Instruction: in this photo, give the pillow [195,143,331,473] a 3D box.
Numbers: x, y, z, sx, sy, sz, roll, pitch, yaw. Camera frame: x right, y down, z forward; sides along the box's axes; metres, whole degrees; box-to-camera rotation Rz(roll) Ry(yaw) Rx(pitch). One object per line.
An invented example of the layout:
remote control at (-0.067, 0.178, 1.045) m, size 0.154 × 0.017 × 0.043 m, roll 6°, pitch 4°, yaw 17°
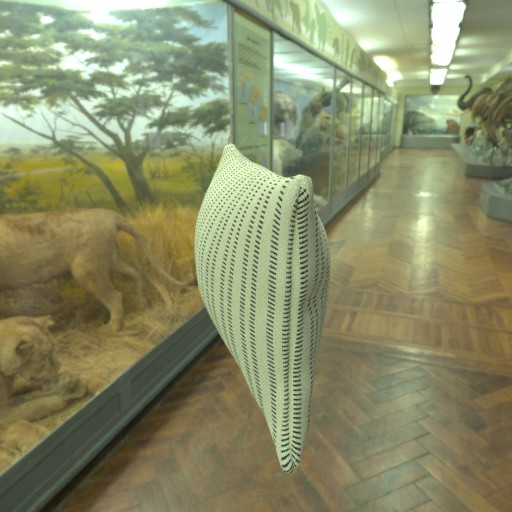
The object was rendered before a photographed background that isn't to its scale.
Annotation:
pillow at (0.000, 0.000, 0.777) m, size 0.210 × 0.353 × 0.640 m, roll -3°, pitch 17°, yaw -9°
